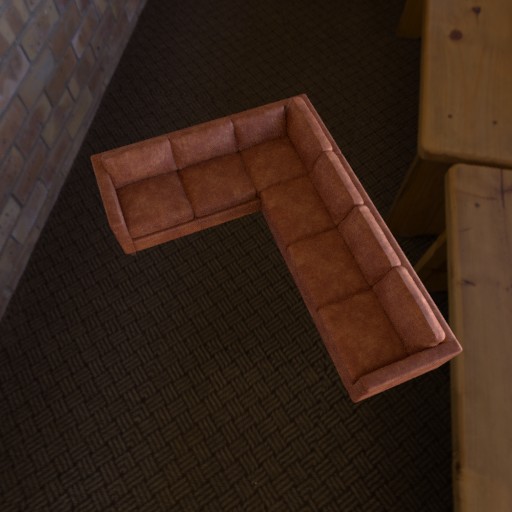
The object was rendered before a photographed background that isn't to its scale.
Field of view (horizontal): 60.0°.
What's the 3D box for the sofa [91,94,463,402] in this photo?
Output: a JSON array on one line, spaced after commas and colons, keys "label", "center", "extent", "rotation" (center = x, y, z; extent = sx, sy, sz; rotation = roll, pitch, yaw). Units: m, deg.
[{"label": "sofa", "center": [0.000, 0.000, 4.347], "extent": [2.438, 0.838, 3.150], "rotation": [-19, 65, -10]}]
